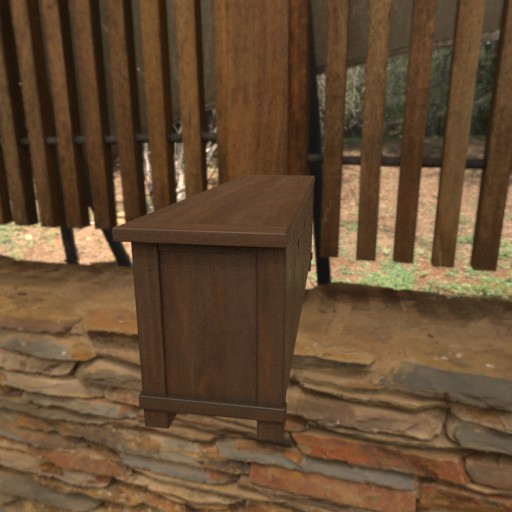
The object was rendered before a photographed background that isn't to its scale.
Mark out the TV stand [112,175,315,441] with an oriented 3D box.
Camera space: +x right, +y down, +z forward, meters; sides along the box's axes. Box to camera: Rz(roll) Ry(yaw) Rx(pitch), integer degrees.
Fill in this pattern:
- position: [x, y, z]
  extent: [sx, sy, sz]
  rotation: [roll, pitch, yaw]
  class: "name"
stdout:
- position: [0.000, 0.000, 2.093]
  extent: [0.471, 0.615, 1.866]
  rotation: [2, 15, 9]
  class: "TV stand"
